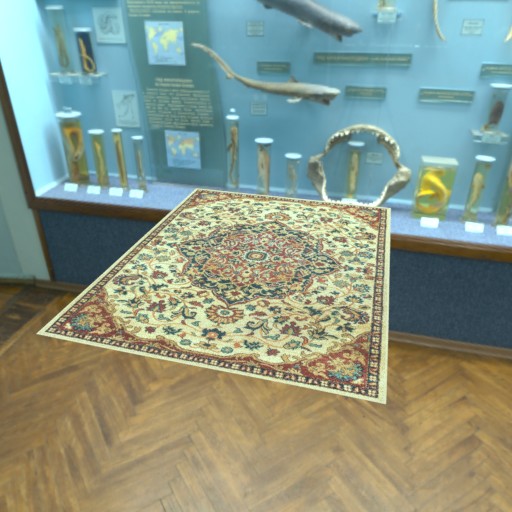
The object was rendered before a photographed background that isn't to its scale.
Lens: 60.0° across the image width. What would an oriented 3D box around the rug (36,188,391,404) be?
[{"bbox_3d":[0.000,0.000,4.210,2.454,0.005,3.067,8,30,13],"label":"rug"}]
